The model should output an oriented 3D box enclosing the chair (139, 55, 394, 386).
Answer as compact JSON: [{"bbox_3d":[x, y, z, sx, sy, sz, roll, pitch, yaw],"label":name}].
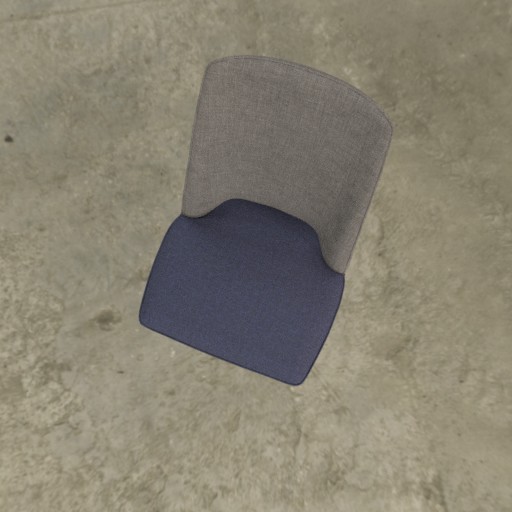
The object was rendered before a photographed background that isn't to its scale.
[{"bbox_3d":[0.000,0.000,1.148,0.488,0.855,0.550,20,77,5],"label":"chair"}]
